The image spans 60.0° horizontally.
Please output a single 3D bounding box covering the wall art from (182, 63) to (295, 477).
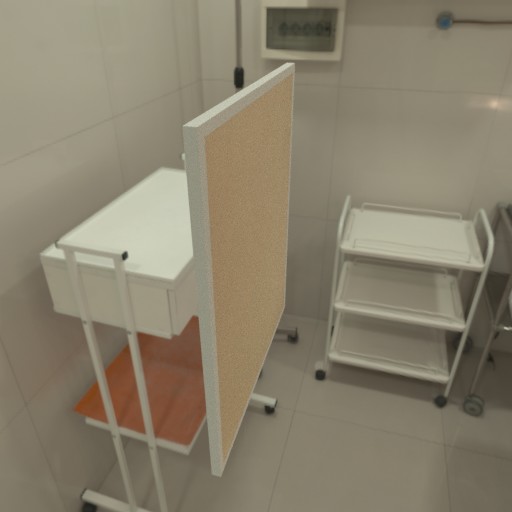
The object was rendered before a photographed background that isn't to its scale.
[{"bbox_3d":[0.000,0.000,0.625,0.013,0.456,0.382,8,32,14],"label":"wall art"}]
